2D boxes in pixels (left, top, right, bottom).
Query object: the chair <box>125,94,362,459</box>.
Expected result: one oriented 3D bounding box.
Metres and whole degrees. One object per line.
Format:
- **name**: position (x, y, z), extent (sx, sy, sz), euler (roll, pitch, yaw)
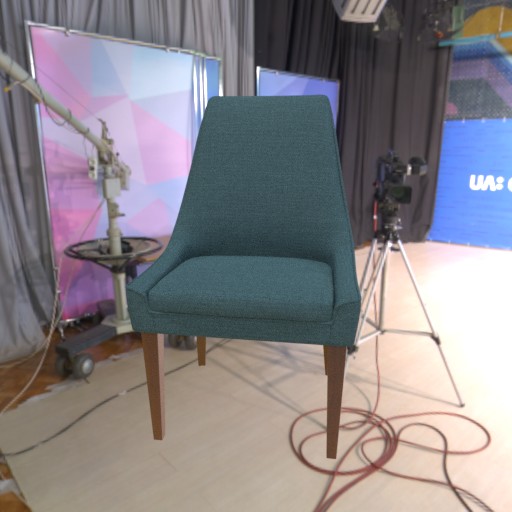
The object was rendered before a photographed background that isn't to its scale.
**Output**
- **chair**: position (0.000, 0.000, 1.204), extent (0.529, 0.861, 0.544), euler (2, 15, 9)
